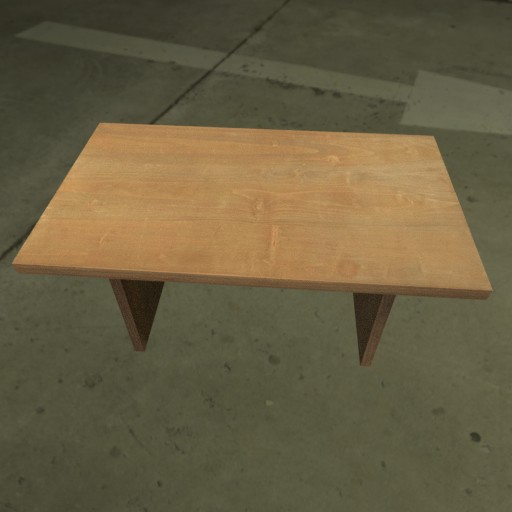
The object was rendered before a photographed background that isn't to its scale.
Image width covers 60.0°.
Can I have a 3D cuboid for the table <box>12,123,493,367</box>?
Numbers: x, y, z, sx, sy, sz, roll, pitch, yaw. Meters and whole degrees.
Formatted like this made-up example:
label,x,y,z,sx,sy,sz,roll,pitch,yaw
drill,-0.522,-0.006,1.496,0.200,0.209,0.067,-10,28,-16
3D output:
label,x,y,z,sx,sy,sz,roll,pitch,yaw
table,0.000,0.000,2.084,1.609,0.780,0.946,3,46,3
